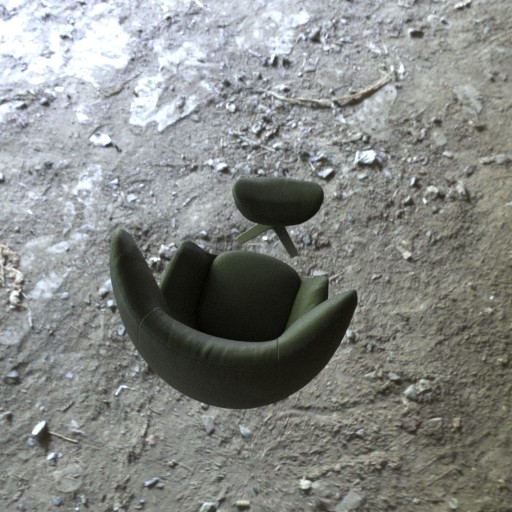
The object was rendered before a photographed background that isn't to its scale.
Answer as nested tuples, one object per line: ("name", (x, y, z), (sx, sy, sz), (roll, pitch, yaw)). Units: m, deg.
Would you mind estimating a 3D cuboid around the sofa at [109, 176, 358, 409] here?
("sofa", (0.000, 0.000, 2.130), (0.894, 1.135, 1.444), (14, 65, 7))
